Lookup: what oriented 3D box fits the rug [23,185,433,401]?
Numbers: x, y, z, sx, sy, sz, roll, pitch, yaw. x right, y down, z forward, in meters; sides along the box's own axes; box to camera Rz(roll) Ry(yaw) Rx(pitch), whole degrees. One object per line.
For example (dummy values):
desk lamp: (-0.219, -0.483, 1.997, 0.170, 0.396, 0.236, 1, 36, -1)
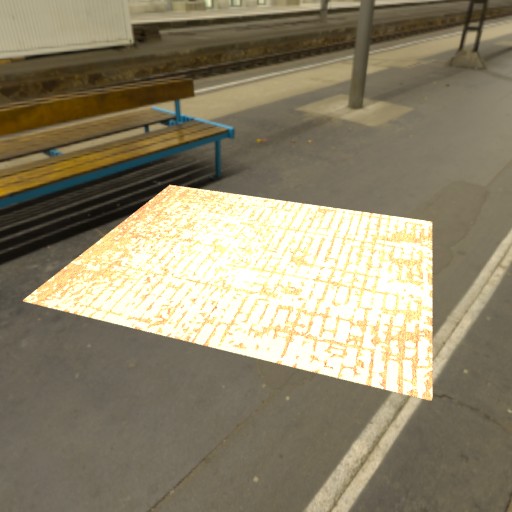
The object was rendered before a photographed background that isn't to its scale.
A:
rug: (0.000, 0.000, 4.046, 3.050, 0.011, 2.441, 10, 33, 16)
